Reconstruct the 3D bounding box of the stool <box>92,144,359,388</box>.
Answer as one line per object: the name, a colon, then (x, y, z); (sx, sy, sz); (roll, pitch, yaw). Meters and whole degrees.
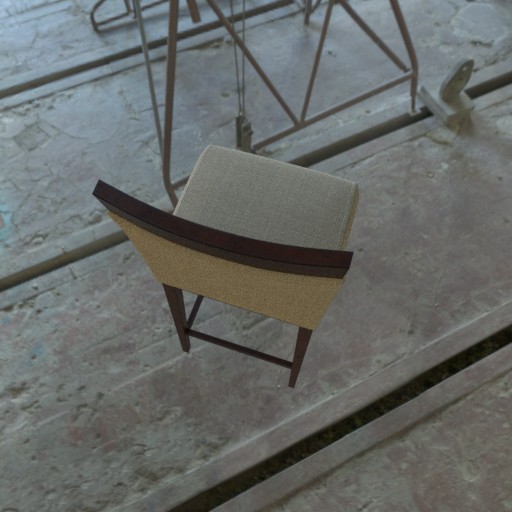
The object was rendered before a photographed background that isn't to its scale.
stool: (0.000, 0.000, 1.261); (0.463, 1.011, 0.480); (16, 65, 8)
